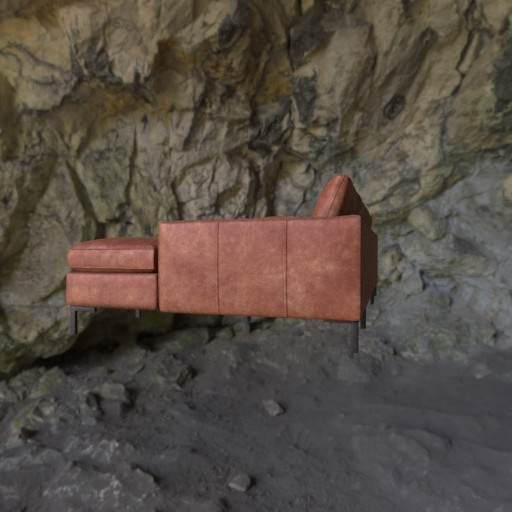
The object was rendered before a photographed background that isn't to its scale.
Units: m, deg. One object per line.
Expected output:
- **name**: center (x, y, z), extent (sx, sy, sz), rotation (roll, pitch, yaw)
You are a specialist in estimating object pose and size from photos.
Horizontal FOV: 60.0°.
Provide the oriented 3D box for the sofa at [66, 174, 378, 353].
- **sofa**: center (0.000, 0.000, 3.773), extent (1.939, 0.900, 2.956), rotation (0, 1, 17)
